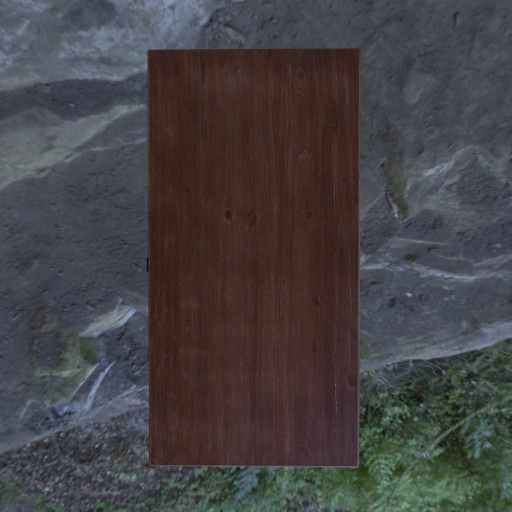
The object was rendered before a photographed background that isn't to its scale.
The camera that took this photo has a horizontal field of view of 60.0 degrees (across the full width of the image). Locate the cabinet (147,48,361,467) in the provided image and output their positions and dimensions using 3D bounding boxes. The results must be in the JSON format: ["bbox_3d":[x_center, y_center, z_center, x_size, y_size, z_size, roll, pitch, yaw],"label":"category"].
[{"bbox_3d":[0.000,0.000,1.234,0.412,0.785,0.796,0,91,1],"label":"cabinet"}]
